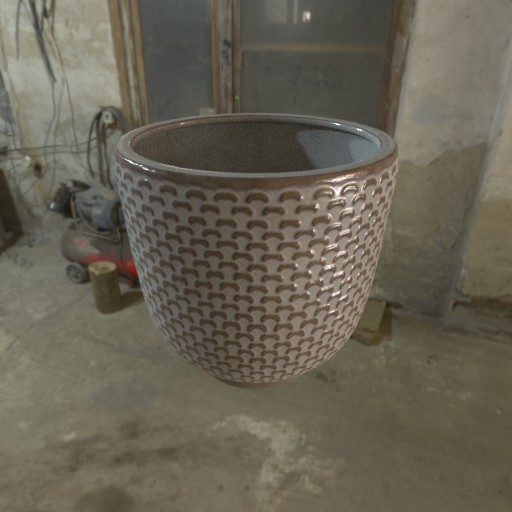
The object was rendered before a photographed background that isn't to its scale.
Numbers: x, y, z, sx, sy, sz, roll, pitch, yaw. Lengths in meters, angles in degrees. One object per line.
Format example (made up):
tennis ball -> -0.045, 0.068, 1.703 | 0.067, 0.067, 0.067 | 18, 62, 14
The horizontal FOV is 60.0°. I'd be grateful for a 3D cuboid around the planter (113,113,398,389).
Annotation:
planter -> 0.000, 0.000, 0.357 | 0.197, 0.191, 0.197 | 0, 27, 0
